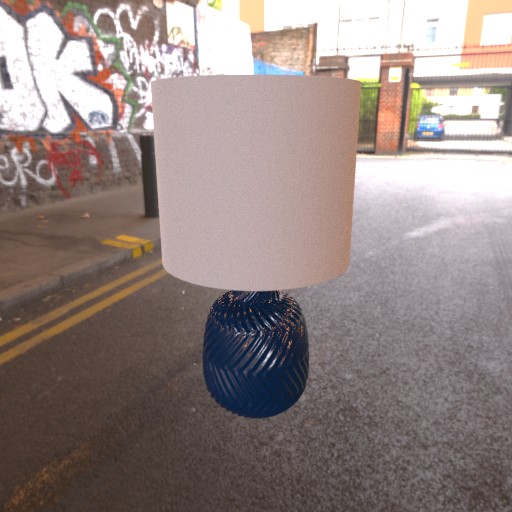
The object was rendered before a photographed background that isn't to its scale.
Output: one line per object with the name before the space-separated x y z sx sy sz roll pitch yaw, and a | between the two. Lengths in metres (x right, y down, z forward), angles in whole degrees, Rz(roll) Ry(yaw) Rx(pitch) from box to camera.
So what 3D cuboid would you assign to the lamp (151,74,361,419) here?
lamp | 0.000 0.000 0.491 0.203 0.368 0.203 -8 19 -25
